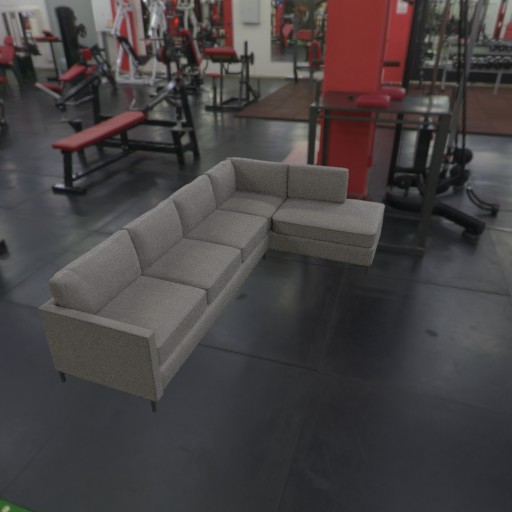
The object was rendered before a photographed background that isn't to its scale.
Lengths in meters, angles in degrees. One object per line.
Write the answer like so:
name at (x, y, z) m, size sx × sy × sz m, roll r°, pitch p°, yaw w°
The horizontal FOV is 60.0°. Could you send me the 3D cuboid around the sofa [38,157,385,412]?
sofa at (0.000, 0.000, 4.312) m, size 2.077 × 0.964 × 3.331 m, roll 10°, pitch 31°, yaw 18°
